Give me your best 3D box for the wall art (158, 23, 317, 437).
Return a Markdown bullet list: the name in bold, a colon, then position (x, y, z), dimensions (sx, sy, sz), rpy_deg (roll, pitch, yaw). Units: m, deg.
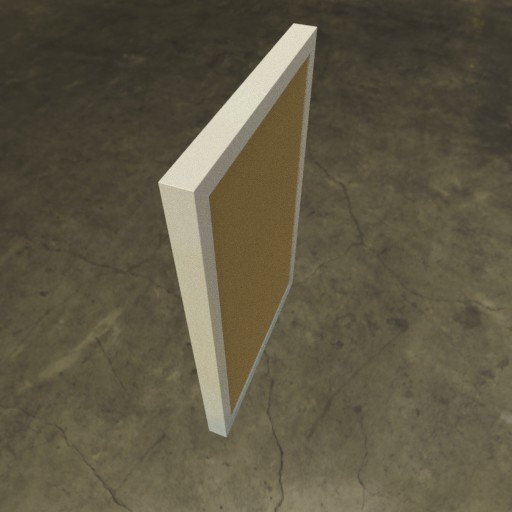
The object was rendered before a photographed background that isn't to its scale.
- **wall art**: position (0.000, 0.000, 0.763), dimensions (0.038, 0.611, 0.408), rpy_deg (16, 50, 14)
